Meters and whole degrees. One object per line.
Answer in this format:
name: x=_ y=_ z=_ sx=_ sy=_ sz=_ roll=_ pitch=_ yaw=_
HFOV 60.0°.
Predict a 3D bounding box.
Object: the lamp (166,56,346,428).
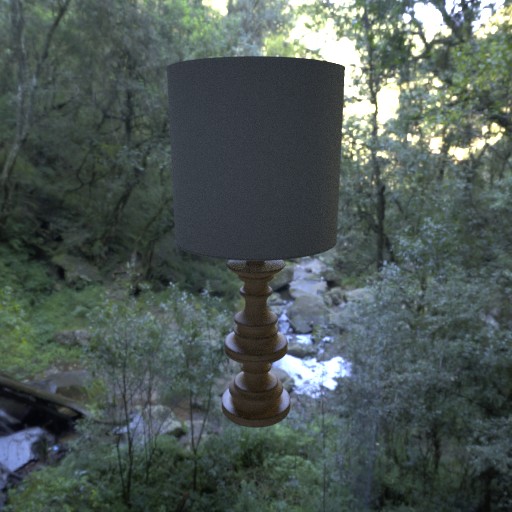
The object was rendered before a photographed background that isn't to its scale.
lamp: x=0.000 y=0.000 z=0.585 sx=0.208 sy=0.455 sz=0.208 roll=8 pitch=18 yaw=26
